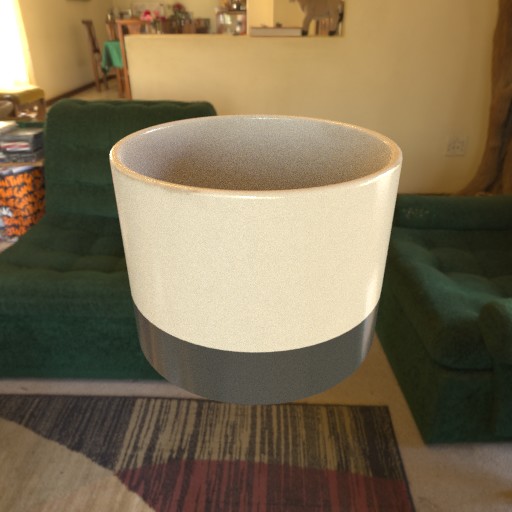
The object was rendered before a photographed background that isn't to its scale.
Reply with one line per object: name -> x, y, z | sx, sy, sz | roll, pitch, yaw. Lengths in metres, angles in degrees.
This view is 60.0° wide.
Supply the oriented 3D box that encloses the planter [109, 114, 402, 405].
planter -> 0.000, 0.000, 0.345 | 0.193, 0.177, 0.193 | 0, 29, 0
